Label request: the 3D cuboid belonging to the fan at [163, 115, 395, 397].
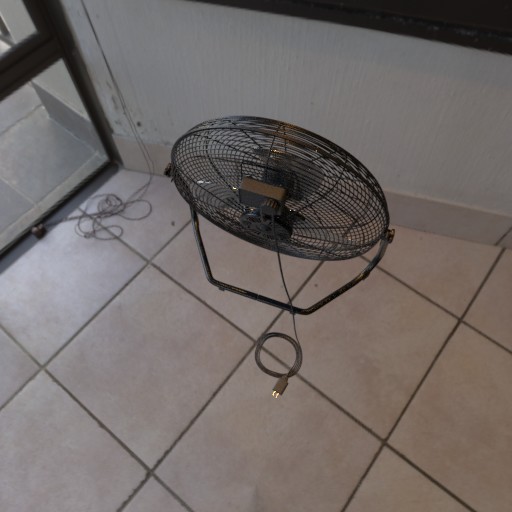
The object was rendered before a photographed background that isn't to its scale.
[{"bbox_3d":[0.000,0.000,0.936,0.555,0.546,0.424,18,64,9],"label":"fan"}]
